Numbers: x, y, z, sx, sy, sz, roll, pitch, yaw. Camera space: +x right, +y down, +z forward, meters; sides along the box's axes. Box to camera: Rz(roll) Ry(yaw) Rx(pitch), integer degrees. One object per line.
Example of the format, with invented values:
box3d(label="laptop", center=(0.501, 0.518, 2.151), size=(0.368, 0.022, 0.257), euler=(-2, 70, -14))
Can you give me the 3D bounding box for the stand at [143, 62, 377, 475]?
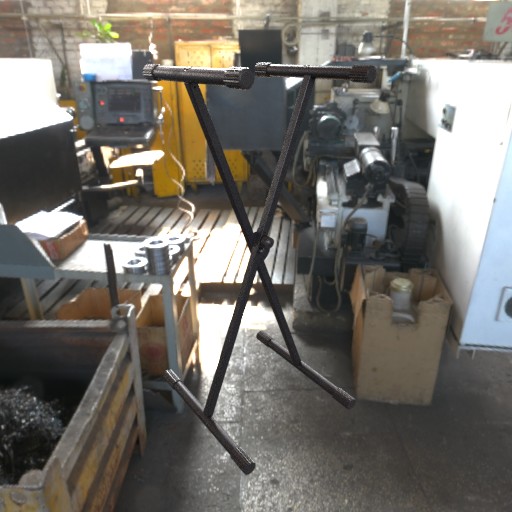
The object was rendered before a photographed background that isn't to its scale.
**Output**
box3d(label="stand", center=(0.000, 0.000, 1.185), size=(0.409, 0.940, 0.449), euler=(-17, 30, -33))
